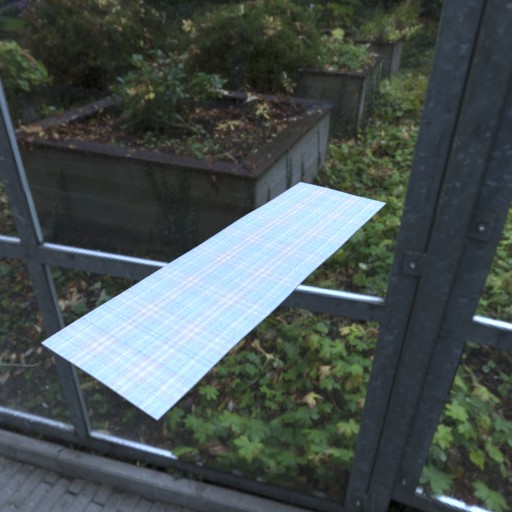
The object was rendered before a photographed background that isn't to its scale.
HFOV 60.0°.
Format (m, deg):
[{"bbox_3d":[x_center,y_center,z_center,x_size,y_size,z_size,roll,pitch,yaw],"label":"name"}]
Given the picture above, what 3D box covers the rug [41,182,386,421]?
[{"bbox_3d":[0.000,0.000,2.746,0.762,0.013,2.439,20,36,29],"label":"rug"}]
